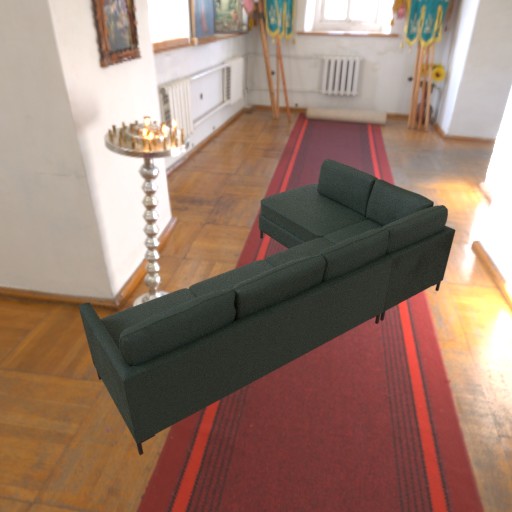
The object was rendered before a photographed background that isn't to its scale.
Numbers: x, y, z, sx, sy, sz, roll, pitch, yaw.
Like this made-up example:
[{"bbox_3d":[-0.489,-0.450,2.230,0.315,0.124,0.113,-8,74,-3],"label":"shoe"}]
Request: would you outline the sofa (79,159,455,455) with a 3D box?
[{"bbox_3d":[0.000,0.000,4.305,3.384,0.996,2.048,-20,37,-30],"label":"sofa"}]
